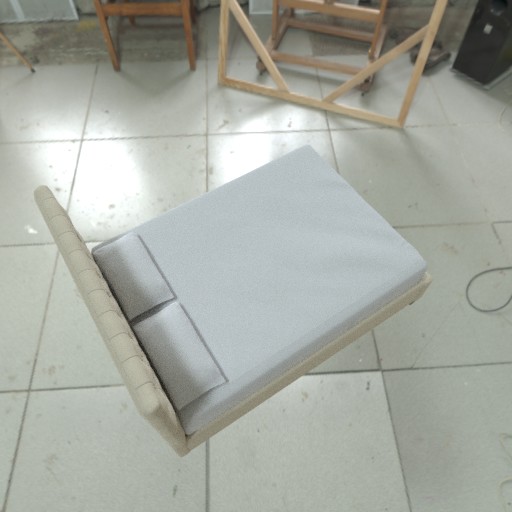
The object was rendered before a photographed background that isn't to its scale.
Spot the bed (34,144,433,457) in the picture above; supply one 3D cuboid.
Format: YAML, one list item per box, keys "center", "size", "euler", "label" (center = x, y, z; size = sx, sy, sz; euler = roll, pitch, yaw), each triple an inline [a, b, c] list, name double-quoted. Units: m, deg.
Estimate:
- center: [0.000, 0.000, 3.404]
  size: [2.387, 1.427, 1.698]
  euler: [-29, 62, -17]
  label: "bed"
